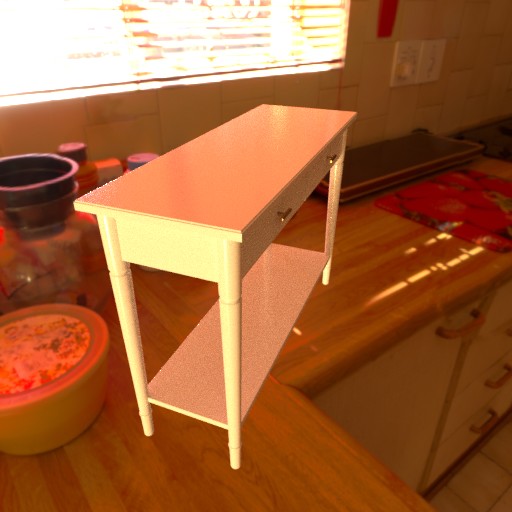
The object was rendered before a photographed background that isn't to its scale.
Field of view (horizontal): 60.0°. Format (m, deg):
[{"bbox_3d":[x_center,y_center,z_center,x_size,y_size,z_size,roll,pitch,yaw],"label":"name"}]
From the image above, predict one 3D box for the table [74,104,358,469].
[{"bbox_3d":[0.000,0.000,1.467,0.381,0.749,1.067,11,32,19],"label":"table"}]
